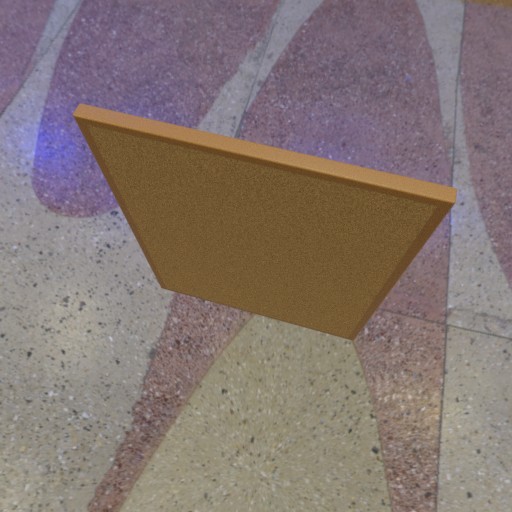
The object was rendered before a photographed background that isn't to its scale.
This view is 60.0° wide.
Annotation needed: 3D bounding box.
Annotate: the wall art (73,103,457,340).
[{"bbox_3d":[0.000,0.000,0.755,0.452,0.553,0.022,14,65,7],"label":"wall art"}]
